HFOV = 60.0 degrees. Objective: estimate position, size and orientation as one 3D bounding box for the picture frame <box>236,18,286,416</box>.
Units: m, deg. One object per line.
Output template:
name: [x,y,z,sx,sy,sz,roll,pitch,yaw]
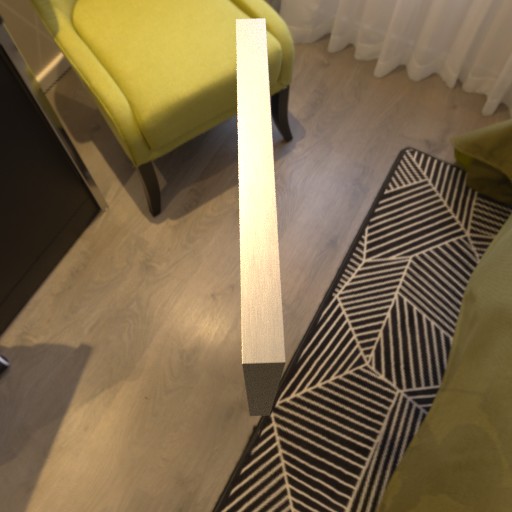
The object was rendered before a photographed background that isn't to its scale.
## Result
picture frame: [0.000,0.000,1.352,0.073,0.968,0.839,-2,65,-1]
